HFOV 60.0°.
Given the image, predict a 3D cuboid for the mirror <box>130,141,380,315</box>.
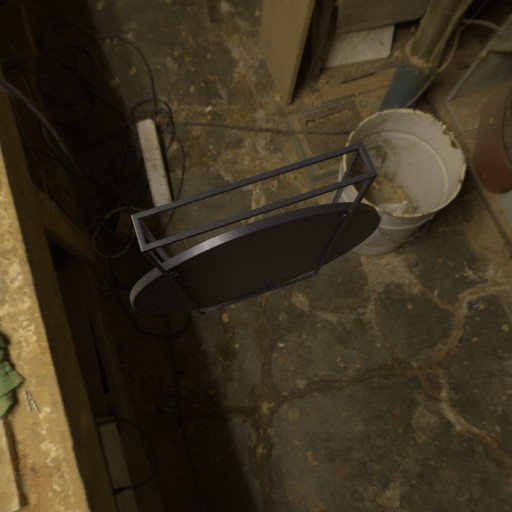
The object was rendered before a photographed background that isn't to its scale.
[{"bbox_3d":[0.000,0.000,0.855,0.508,0.603,0.051,-19,76,-5],"label":"mirror"}]
